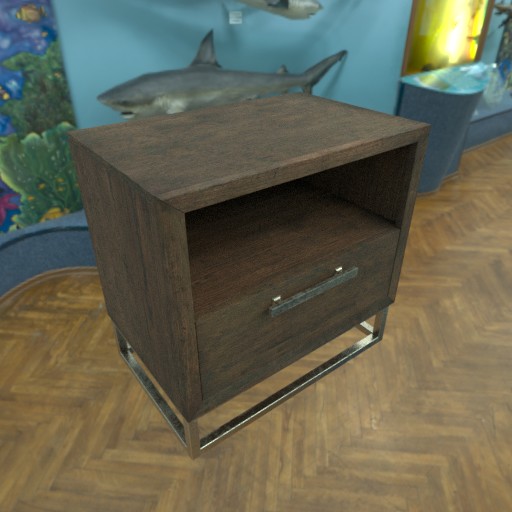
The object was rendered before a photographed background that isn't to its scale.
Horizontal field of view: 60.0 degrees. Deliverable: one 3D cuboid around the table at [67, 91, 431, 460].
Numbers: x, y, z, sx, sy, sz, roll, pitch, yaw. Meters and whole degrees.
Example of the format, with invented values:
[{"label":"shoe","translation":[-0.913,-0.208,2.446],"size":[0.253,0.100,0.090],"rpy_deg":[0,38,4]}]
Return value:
[{"label":"table","translation":[0.000,0.000,1.301],"size":[0.767,0.746,0.542],"rpy_deg":[-22,38,-31]}]
